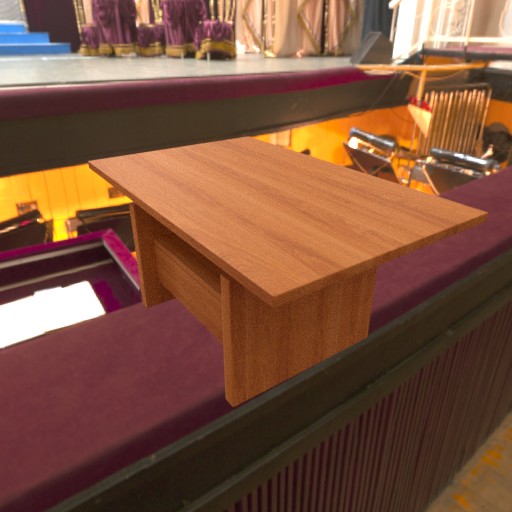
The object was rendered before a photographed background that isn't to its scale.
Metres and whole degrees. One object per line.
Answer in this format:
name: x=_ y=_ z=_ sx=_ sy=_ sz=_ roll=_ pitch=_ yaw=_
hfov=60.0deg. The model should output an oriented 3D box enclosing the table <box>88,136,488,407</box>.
table: x=0.000 y=0.000 z=1.486 sx=0.700 sy=0.510 sz=1.100 roll=-18 pitch=32 yaw=-31
